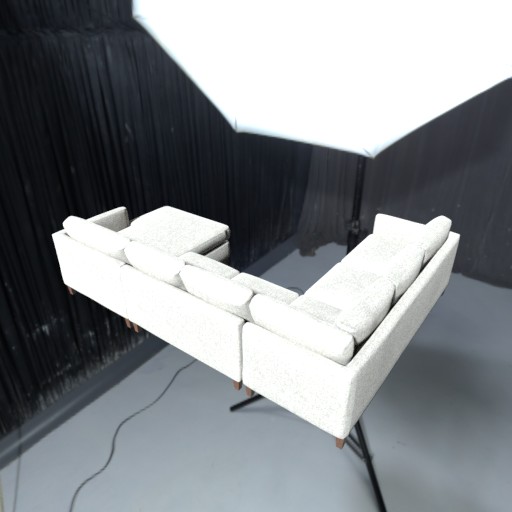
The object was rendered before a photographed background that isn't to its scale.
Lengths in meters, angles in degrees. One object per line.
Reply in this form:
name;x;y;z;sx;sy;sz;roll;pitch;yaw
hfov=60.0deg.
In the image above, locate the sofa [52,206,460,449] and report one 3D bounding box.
sofa;0.000;0.000;4.733;3.460;0.959;2.593;20;36;31
